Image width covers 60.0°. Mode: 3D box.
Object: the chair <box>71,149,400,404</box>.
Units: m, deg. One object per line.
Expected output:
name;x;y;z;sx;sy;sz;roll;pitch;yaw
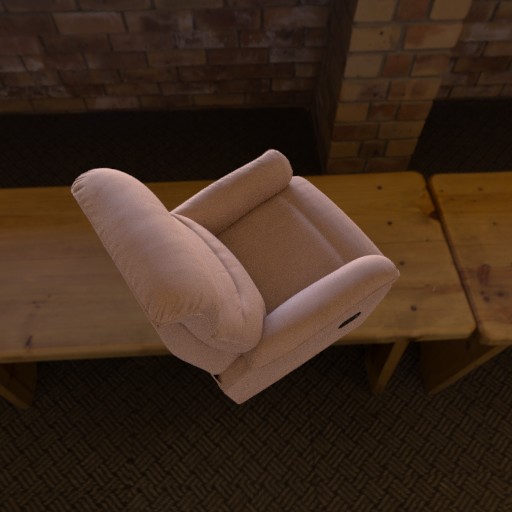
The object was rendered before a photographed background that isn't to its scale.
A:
chair;0.000;0.000;1.767;1.004;1.037;0.820;-30;62;-18
